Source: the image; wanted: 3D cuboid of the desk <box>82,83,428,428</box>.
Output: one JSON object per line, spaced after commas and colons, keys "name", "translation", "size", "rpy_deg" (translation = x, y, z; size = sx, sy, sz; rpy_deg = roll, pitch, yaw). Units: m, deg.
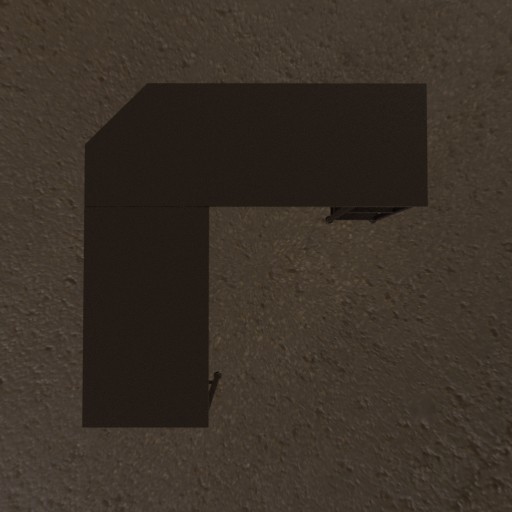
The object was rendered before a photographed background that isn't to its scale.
{"name": "desk", "translation": [0.000, 0.000, 2.143], "size": [1.379, 0.739, 1.379], "rpy_deg": [0, 89, 0]}
